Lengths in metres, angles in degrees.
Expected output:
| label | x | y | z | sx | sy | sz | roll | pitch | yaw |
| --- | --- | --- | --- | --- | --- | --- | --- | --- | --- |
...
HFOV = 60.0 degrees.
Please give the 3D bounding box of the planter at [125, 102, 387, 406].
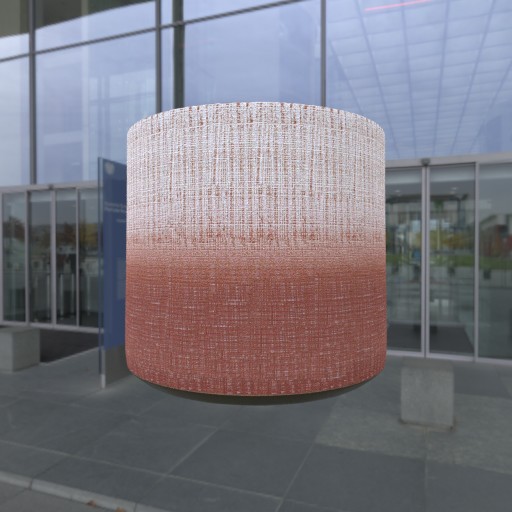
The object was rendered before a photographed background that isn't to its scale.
| label | x | y | z | sx | sy | sz | roll | pitch | yaw |
| --- | --- | --- | --- | --- | --- | --- | --- | --- | --- |
| planter | 0.000 | 0.000 | 0.389 | 0.221 | 0.201 | 0.221 | 0 | 1 | 0 |
